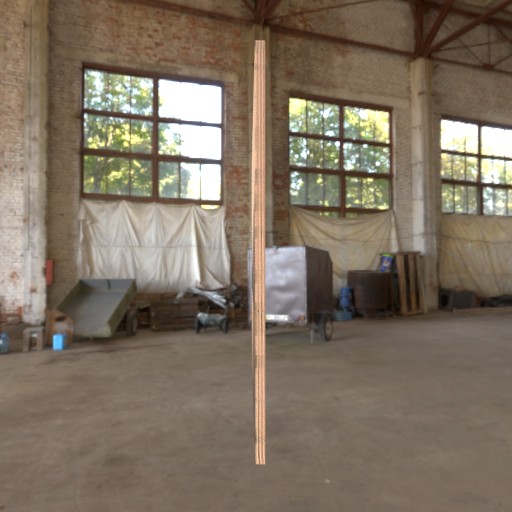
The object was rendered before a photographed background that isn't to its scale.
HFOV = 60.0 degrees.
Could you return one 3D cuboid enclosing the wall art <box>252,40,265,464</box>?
[{"bbox_3d":[0.000,0.000,0.680,0.010,0.408,0.508,0,-1,-1],"label":"wall art"}]
